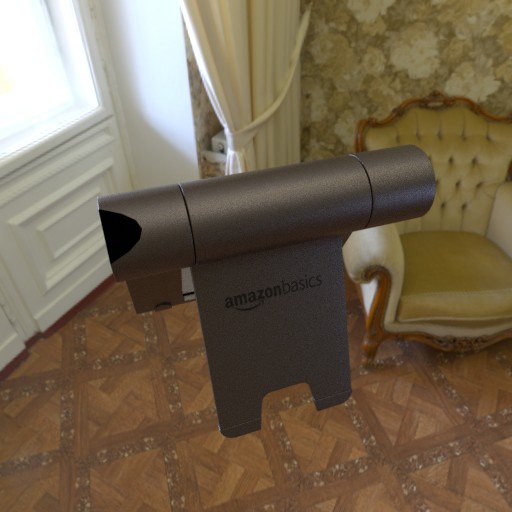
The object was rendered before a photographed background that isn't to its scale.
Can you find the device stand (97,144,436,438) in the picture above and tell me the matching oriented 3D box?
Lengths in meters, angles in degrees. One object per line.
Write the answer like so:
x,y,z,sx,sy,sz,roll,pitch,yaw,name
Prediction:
0.000,0.000,0.152,0.088,0.084,0.079,-12,42,-14,device stand
